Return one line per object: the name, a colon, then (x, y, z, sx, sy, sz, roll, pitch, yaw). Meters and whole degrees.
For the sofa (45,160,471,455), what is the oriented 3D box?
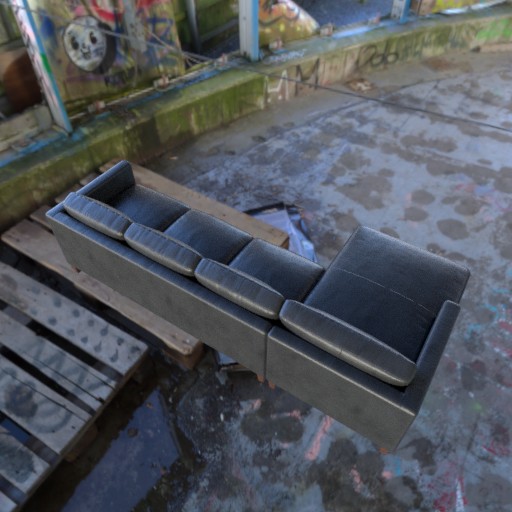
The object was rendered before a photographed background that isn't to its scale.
sofa: (0.000, 0.000, 3.781, 3.203, 0.883, 1.581, 25, 52, 22)
